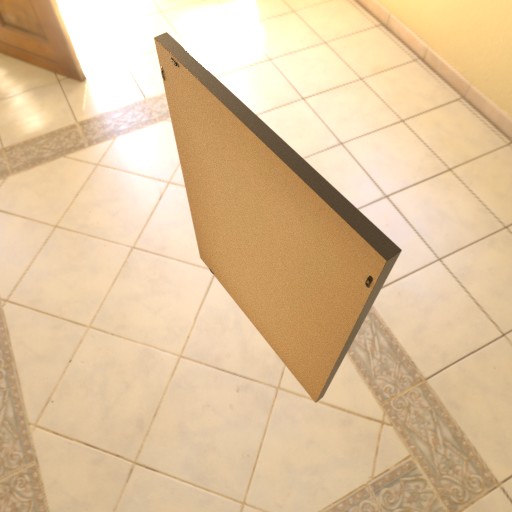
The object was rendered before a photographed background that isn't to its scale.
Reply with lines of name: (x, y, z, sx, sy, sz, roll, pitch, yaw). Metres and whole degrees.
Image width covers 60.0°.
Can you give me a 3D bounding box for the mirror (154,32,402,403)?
mirror: (0.000, 0.000, 1.326, 0.041, 1.016, 0.762, -33, 64, -18)
